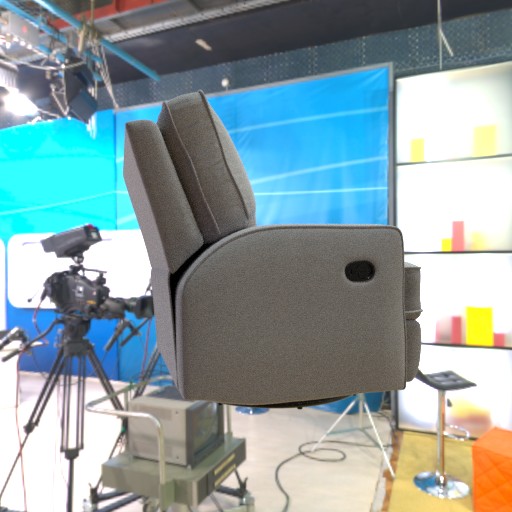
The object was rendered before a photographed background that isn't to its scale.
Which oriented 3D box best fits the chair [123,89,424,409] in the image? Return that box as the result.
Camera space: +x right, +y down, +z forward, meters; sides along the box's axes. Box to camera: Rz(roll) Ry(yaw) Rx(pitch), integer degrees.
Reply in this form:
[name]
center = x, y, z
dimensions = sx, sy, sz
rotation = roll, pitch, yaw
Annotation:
[chair]
center = 0.000, 0.000, 1.689
dimensions = 0.969, 0.964, 0.861
rotation = 0, -1, -17
